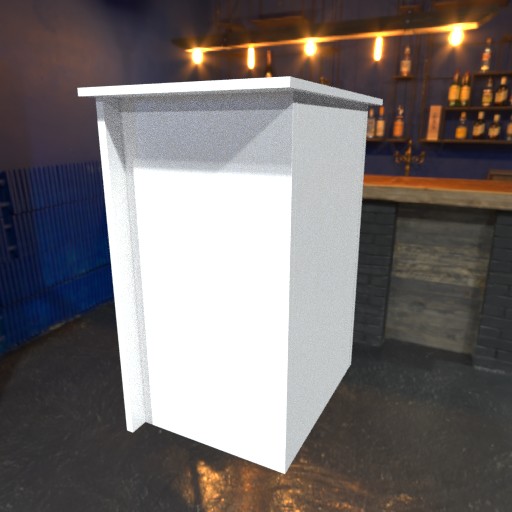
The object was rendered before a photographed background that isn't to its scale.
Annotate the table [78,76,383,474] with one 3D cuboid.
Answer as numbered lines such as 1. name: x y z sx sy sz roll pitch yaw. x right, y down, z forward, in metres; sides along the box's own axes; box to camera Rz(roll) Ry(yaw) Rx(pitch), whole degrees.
1. table: 0.000 0.000 1.039 0.406 0.711 0.589 8 18 26
